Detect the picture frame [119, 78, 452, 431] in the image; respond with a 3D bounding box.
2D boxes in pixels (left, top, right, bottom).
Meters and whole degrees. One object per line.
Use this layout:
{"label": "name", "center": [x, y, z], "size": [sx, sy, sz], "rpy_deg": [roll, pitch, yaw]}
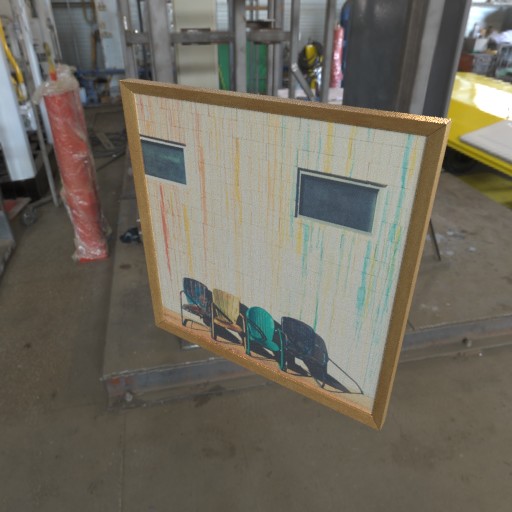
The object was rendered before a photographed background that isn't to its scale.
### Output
{"label": "picture frame", "center": [0.000, 0.000, 1.102], "size": [0.758, 0.761, 0.037], "rpy_deg": [18, 35, 27]}
